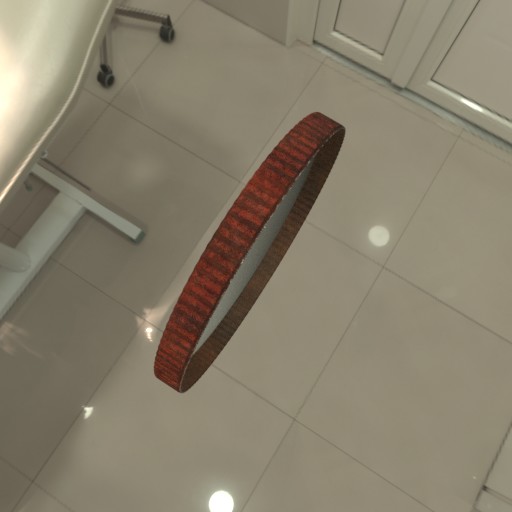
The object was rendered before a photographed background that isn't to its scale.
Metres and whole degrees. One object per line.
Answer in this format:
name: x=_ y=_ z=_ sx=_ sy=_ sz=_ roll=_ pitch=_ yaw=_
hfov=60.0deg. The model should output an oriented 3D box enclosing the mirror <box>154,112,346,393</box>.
mirror: x=0.000 y=0.000 z=0.914 sx=0.056 sy=0.609 sz=0.609 roll=32 pitch=78 yaw=7
